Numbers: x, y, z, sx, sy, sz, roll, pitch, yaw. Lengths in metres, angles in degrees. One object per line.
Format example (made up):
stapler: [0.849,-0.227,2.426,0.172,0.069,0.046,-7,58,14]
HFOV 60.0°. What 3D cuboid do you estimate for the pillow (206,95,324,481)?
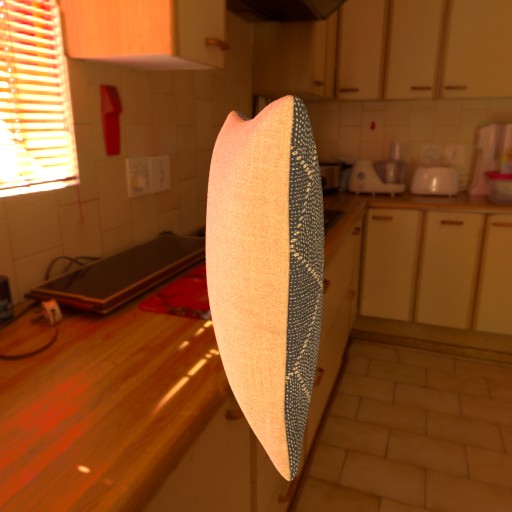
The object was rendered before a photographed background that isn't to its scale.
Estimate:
pillow: [0.000,0.000,0.663,0.148,0.428,0.435,-3,17,-9]
